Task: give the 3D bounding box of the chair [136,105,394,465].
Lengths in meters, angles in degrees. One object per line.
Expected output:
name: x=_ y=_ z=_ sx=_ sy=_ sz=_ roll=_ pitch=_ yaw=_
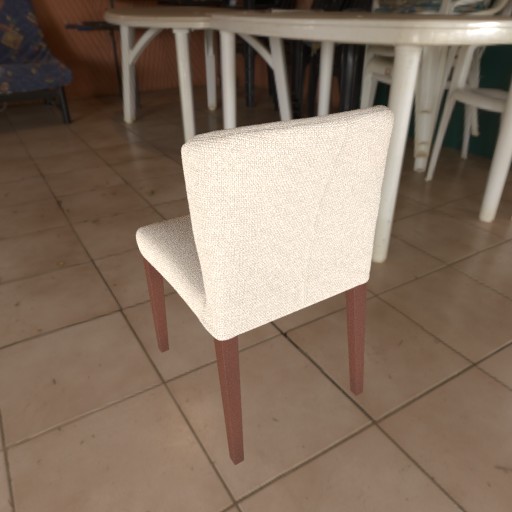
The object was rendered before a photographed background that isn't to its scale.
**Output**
chair: x=0.000 y=0.000 z=1.184 sx=0.491 sy=0.839 sz=0.589 roll=-18 pitch=34 yaw=-28
